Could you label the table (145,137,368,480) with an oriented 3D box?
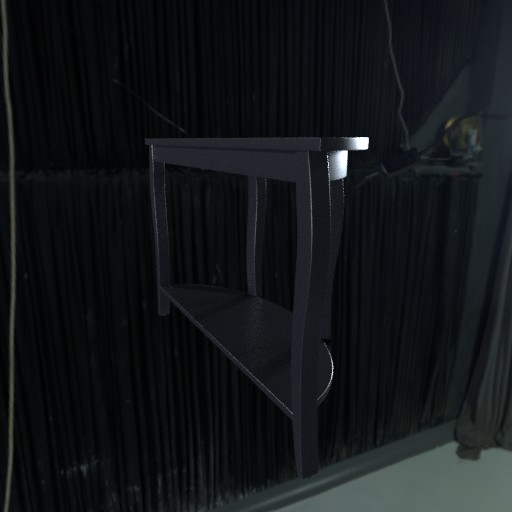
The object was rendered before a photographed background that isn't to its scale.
[{"bbox_3d":[0.000,0.000,1.521,0.394,0.780,1.219,-8,17,-27],"label":"table"}]
